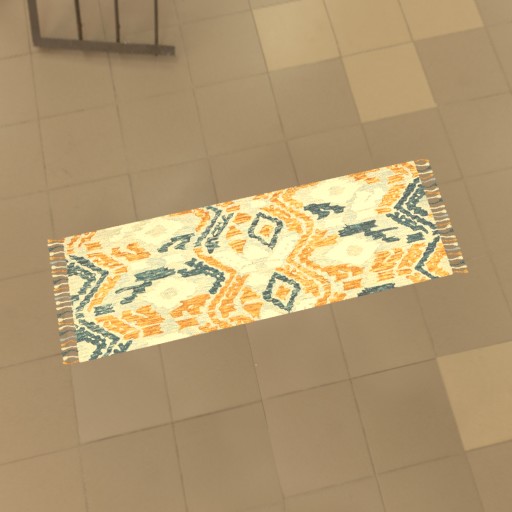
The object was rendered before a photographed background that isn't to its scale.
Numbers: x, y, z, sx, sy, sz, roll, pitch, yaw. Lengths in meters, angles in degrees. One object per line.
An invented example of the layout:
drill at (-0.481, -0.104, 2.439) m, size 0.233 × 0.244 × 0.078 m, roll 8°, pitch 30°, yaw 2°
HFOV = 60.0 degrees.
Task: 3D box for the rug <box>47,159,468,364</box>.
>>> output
rug at (0.000, 0.000, 2.678) m, size 2.437 × 0.010 × 0.783 m, roll -13°, pitch 77°, yaw -3°
